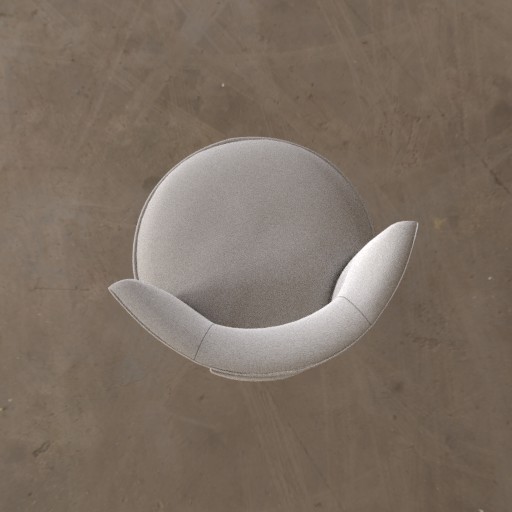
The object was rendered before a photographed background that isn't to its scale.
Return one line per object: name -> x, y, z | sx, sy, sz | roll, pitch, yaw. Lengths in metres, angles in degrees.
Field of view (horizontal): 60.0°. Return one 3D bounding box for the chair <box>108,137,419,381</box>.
chair -> 0.000, 0.000, 1.213 | 0.650, 0.723, 0.665 | -12, 76, -3
